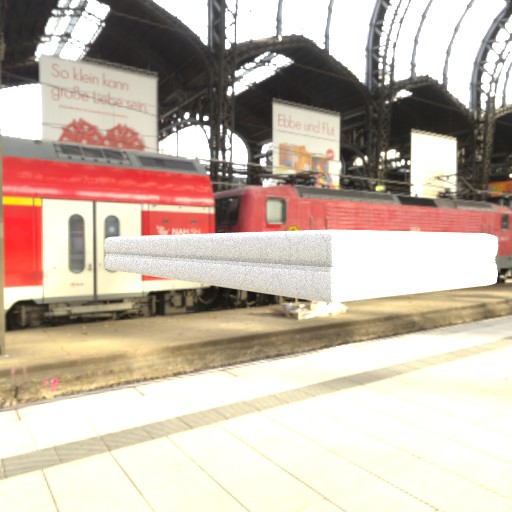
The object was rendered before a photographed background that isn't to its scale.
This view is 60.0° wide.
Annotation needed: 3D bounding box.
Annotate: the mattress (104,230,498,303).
[{"bbox_3d":[0.000,0.000,2.189,0.900,0.200,1.900,-1,2,-36],"label":"mattress"}]
